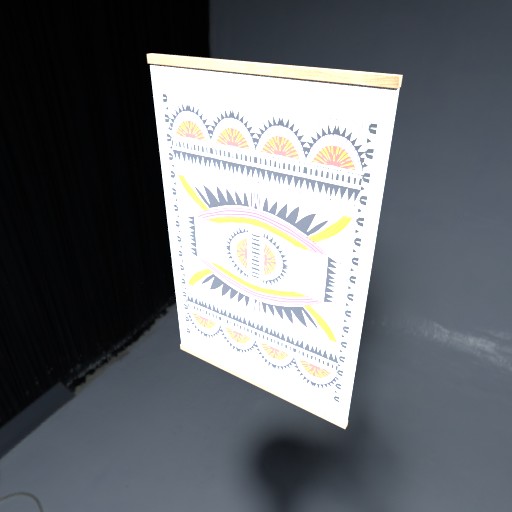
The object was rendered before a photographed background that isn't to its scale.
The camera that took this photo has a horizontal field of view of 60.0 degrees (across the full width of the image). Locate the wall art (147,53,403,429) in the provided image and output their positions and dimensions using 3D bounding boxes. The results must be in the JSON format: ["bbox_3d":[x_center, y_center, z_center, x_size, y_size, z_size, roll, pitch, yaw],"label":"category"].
[{"bbox_3d":[0.000,0.000,1.907,0.999,1.533,0.028,18,35,28],"label":"wall art"}]
